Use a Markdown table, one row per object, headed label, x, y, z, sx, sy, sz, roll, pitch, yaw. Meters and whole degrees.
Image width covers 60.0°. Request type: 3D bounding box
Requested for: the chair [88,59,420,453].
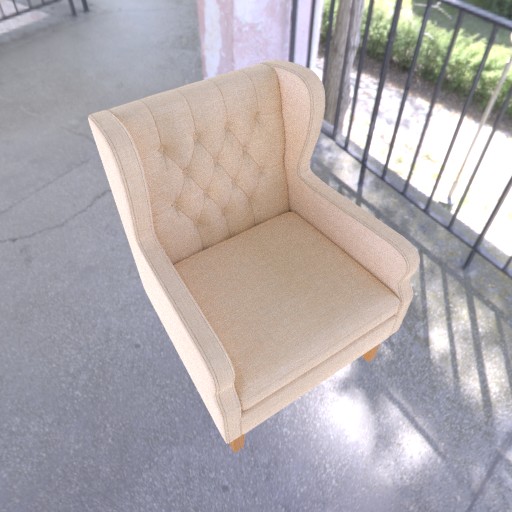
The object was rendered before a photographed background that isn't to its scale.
| label | x | y | z | sx | sy | sz | roll | pitch | yaw |
| --- | --- | --- | --- | --- | --- | --- | --- | --- | --- |
| chair | 0.000 | 0.000 | 1.442 | 0.710 | 0.930 | 0.760 | -26 | 53 | -22 |
